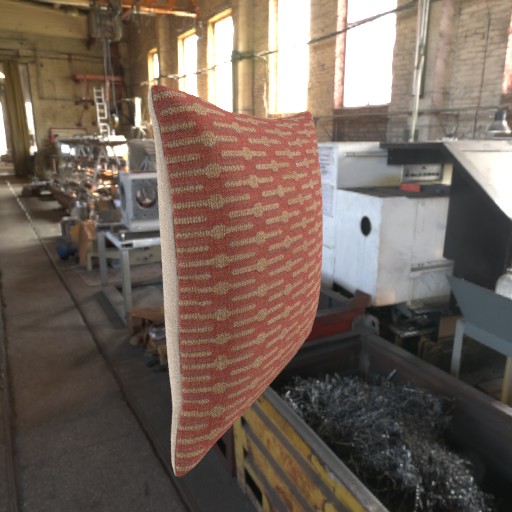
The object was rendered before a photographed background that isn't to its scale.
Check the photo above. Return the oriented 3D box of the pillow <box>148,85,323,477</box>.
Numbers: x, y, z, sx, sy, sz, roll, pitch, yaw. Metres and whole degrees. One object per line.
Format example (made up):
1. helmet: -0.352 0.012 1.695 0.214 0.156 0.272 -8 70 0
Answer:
1. pillow: 0.000 0.000 0.761 0.182 0.503 0.511 7 16 25
